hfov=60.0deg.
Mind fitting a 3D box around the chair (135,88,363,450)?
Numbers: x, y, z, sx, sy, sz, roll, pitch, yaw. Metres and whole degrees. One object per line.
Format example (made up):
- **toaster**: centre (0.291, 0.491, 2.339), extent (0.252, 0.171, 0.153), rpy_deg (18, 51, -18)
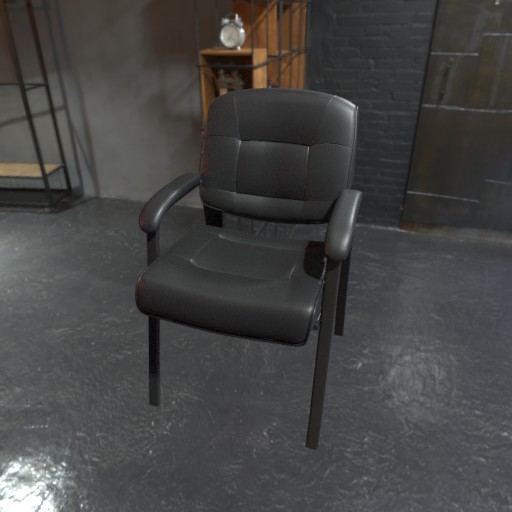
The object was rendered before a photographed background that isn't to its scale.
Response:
- **chair**: centre (0.000, 0.000, 1.370), extent (0.591, 0.910, 0.668), rpy_deg (9, 29, 16)
